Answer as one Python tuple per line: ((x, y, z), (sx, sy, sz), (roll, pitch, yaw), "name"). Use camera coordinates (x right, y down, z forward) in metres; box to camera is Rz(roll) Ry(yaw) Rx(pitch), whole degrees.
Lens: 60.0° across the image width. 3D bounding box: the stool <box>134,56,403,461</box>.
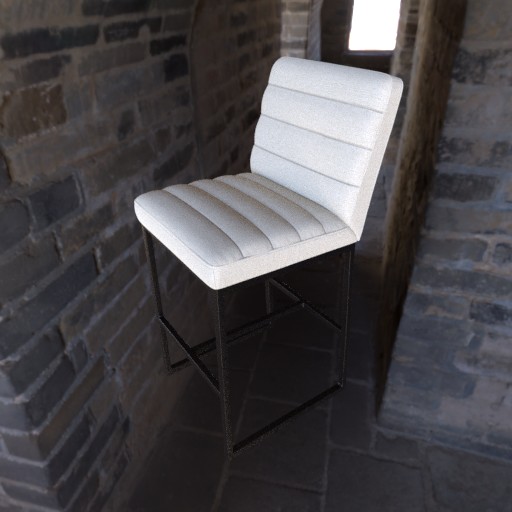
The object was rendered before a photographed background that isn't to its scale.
((0.000, 0.000, 1.335), (0.560, 1.040, 0.460), (-20, 36, -30), "stool")
